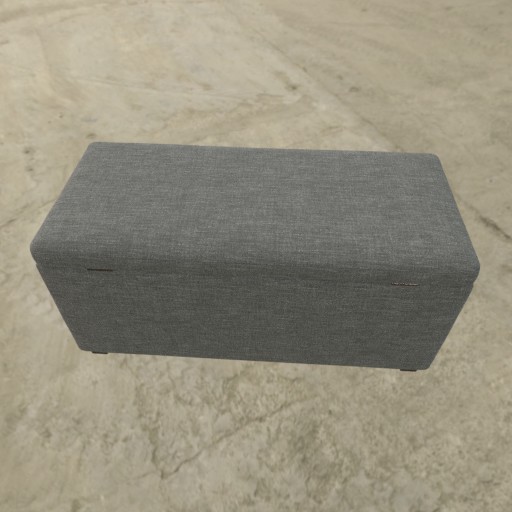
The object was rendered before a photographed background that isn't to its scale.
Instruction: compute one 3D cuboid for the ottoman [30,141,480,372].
[{"bbox_3d":[0.000,0.000,1.119,0.902,0.432,0.419,3,46,3],"label":"ottoman"}]
